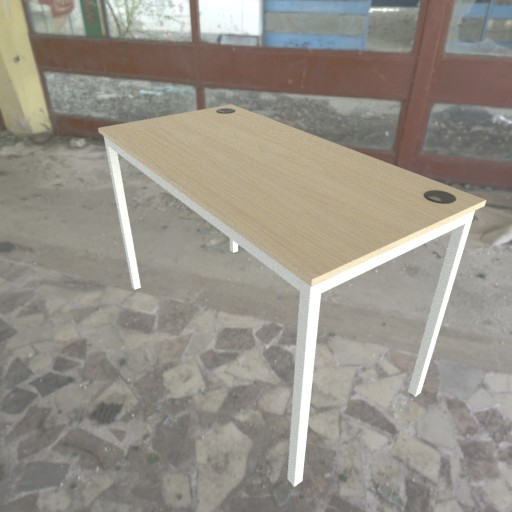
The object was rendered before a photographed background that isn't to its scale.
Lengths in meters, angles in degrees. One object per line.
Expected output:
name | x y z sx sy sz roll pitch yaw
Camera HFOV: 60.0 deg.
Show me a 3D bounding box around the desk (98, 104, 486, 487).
desk | 0.000 0.000 1.605 0.600 0.750 1.200 -21 38 -29
